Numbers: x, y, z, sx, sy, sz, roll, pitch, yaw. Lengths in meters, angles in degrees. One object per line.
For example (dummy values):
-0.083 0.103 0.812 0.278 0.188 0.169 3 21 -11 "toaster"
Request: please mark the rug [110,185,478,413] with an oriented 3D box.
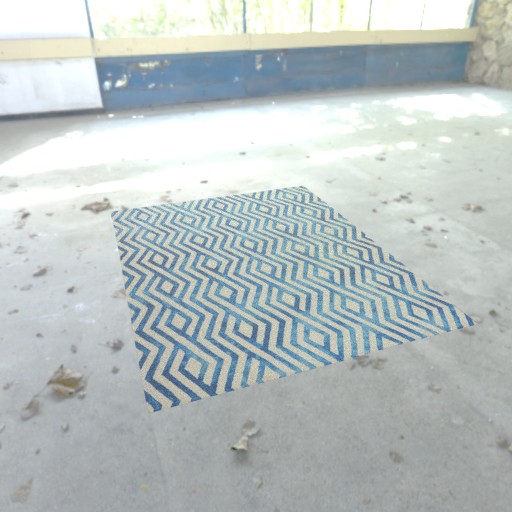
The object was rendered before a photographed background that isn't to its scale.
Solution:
0.000 0.000 4.209 2.453 0.008 3.059 -10 31 -17 "rug"
